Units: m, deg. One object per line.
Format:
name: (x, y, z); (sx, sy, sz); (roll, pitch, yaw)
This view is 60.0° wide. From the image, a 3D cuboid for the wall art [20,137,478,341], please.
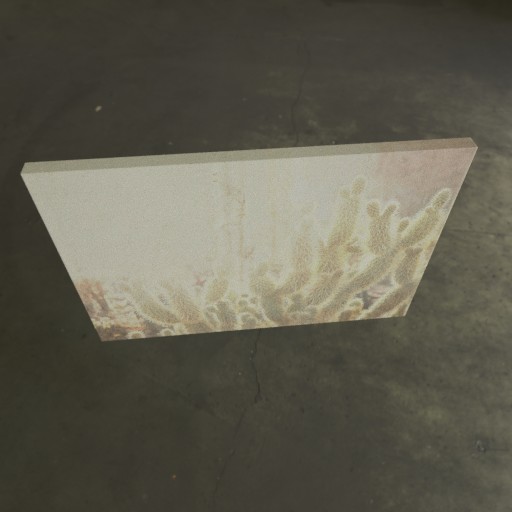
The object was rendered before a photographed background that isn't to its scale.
wall art: (0.000, 0.000, 1.120); (0.916, 0.608, 0.040); (-4, 48, -4)
